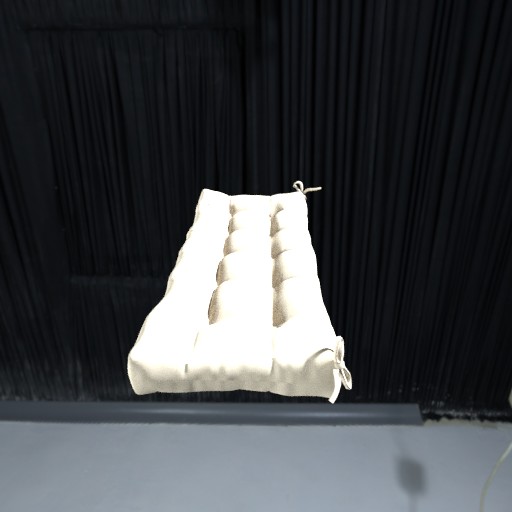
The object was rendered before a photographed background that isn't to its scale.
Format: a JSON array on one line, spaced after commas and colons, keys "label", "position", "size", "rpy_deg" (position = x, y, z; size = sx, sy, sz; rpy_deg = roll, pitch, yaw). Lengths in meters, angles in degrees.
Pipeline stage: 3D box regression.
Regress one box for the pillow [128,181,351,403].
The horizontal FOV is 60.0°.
[{"label": "pillow", "position": [0.000, 0.000, 1.386], "size": [0.511, 0.174, 1.194], "rpy_deg": [1, 26, 1]}]
